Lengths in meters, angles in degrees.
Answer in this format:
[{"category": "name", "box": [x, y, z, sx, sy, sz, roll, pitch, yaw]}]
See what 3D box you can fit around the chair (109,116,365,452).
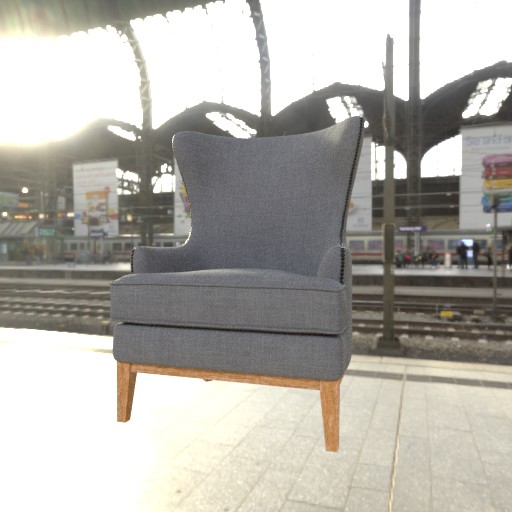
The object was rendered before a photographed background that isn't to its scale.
[{"category": "chair", "box": [0.000, 0.000, 1.839, 0.864, 1.176, 0.883, 0, 1, 18]}]
